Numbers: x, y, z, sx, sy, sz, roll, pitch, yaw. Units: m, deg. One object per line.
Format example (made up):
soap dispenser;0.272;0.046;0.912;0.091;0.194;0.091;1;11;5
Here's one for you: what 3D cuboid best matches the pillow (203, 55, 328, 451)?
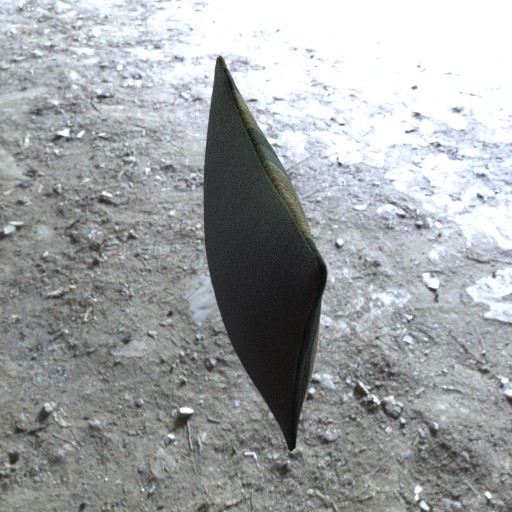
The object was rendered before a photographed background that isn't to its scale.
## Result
pillow;0.000;0.000;0.655;0.136;0.419;0.437;-11;48;-10
